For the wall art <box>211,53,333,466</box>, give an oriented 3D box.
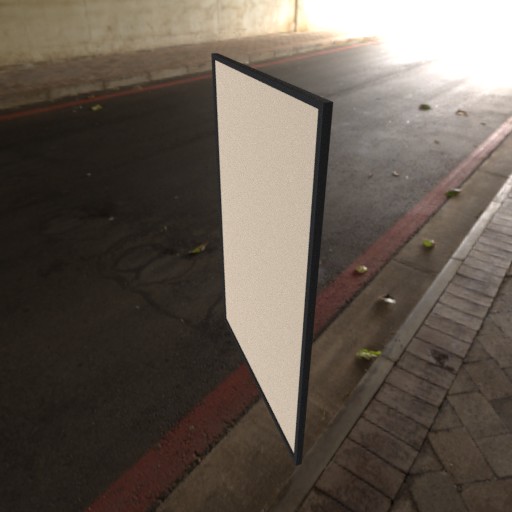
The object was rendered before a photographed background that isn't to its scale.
[{"bbox_3d":[0.000,0.000,0.844,0.013,0.657,0.457,-11,33,-17],"label":"wall art"}]
